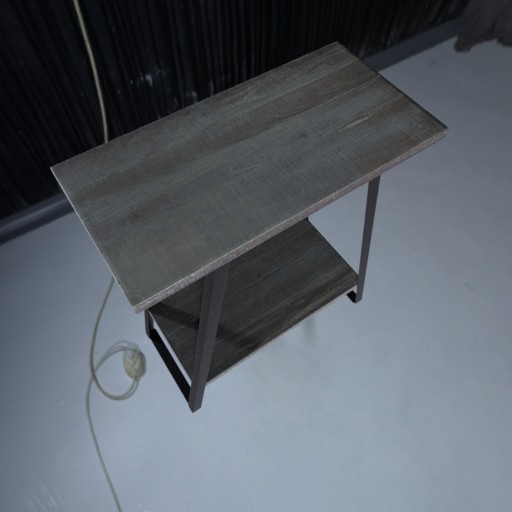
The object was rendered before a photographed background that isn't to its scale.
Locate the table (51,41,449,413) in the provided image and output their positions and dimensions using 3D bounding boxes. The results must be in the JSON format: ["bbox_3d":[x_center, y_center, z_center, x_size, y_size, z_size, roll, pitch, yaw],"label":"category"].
[{"bbox_3d":[0.000,0.000,1.037,0.599,0.701,0.300,-30,63,-17],"label":"table"}]
